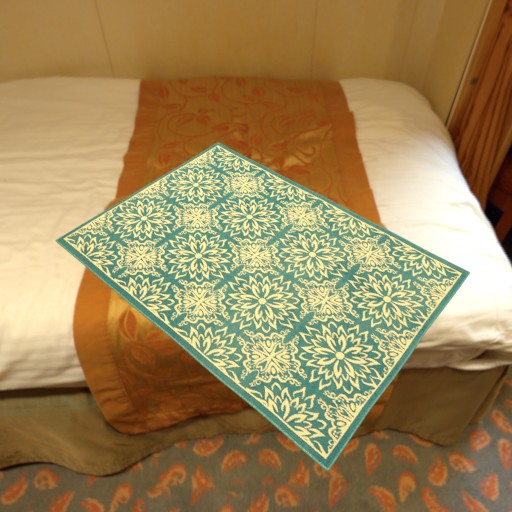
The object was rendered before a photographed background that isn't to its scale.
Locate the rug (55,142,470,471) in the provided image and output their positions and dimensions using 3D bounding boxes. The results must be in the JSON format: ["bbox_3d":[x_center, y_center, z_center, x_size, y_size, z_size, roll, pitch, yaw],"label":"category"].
[{"bbox_3d":[0.000,0.000,2.864,2.205,0.012,1.554,33,55,26],"label":"rug"}]
